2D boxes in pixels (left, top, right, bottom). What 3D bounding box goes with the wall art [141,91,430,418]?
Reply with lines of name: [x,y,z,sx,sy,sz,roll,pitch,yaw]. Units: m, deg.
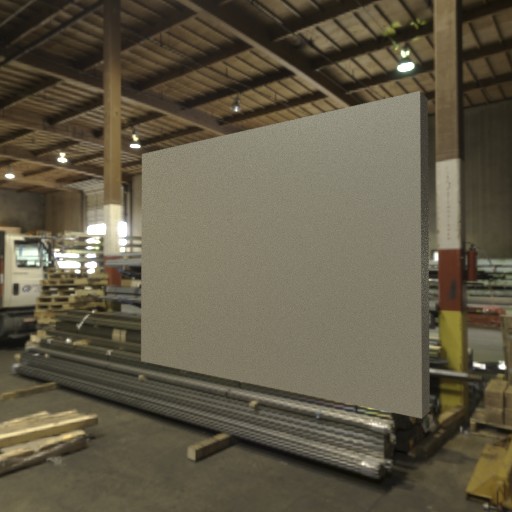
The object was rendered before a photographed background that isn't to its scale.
wall art: [0.000,0.000,1.427,1.056,0.801,0.066,-1,-1,37]
